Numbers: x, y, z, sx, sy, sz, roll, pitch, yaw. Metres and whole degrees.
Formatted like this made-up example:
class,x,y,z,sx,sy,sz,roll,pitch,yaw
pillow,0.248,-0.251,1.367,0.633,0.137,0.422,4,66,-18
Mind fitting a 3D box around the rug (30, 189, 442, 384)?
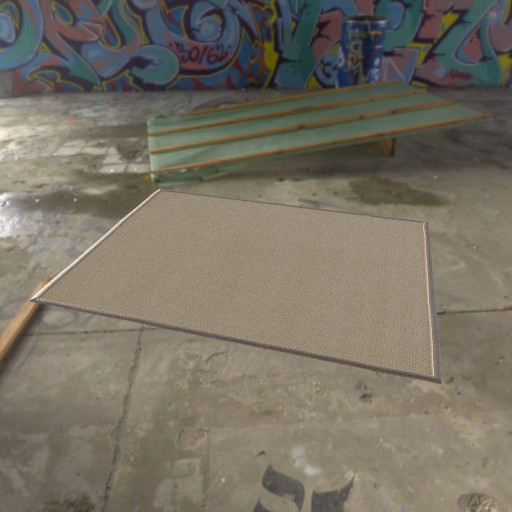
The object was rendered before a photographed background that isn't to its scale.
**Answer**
class,x,y,z,sx,sy,sz,roll,pitch,yaw
rug,0.000,0.000,2.721,2.081,0.020,1.525,9,33,13
